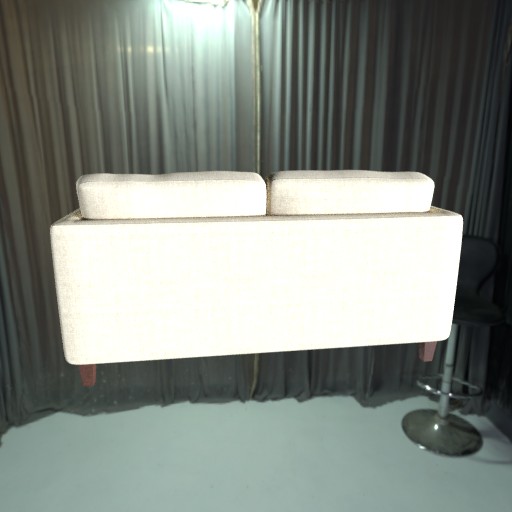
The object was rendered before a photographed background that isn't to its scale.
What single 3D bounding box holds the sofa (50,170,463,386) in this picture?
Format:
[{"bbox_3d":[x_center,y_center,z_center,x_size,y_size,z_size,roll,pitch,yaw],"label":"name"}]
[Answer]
[{"bbox_3d":[0.000,0.000,2.464,1.884,0.963,0.950,-2,14,-8],"label":"sofa"}]
